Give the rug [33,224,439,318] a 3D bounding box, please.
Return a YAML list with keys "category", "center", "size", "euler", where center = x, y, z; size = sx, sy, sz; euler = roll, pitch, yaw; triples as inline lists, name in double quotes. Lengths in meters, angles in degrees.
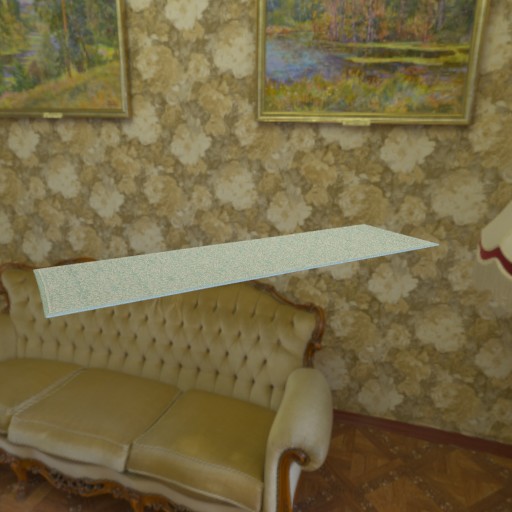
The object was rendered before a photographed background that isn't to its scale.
- category: "rug"
  center: [0.000, 0.000, 2.465]
  size: [2.196, 0.011, 0.662]
  euler: [-9, 19, -28]
